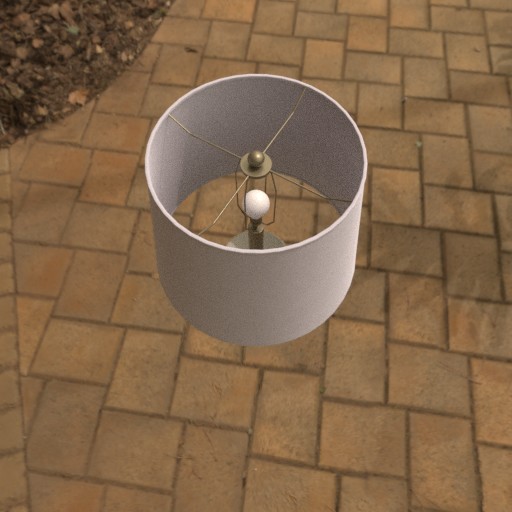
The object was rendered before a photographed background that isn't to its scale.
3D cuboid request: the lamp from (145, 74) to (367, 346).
[{"bbox_3d":[0.000,0.000,0.555,0.239,0.399,0.239,0,64,0],"label":"lamp"}]
